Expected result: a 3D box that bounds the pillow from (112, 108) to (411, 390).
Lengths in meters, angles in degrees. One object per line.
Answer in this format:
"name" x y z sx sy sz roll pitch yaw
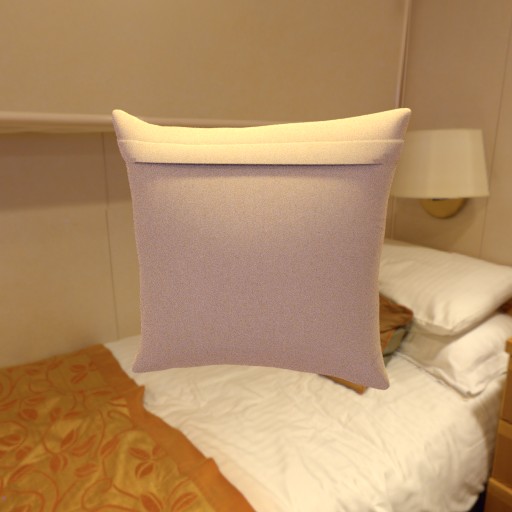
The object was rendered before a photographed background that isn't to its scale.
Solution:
"pillow" 0.000 0.000 0.642 0.405 0.406 0.173 2 15 7
